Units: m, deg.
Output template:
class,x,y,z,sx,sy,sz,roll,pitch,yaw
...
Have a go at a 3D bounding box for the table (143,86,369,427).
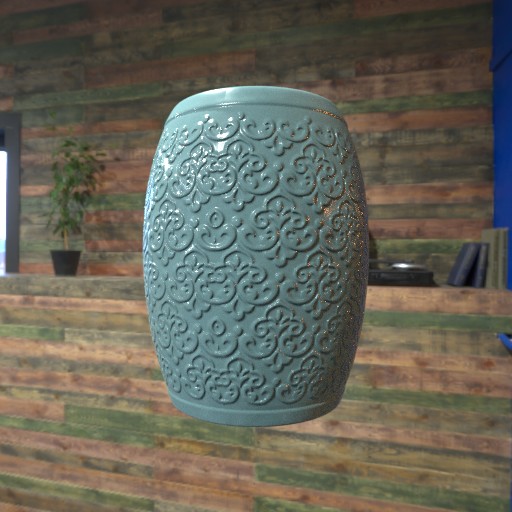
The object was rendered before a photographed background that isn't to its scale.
class,x,y,z,sx,sy,sz,roll,pitch,yaw
table,0.000,0.000,0.624,0.309,0.397,0.309,0,0,0
